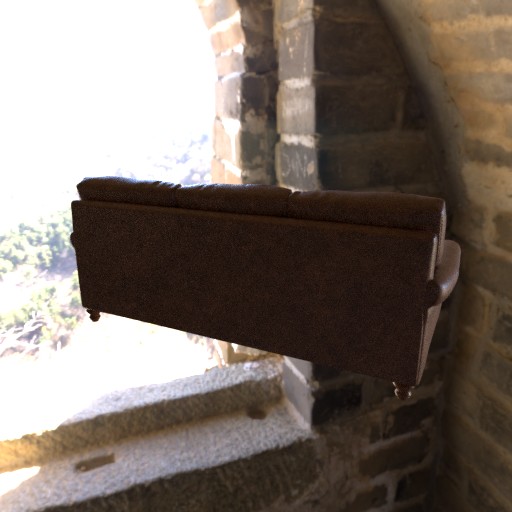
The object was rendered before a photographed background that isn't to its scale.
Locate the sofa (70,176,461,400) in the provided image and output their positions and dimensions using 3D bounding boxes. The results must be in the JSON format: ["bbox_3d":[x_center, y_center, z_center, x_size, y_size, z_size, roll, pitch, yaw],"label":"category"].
[{"bbox_3d":[0.000,0.000,2.813,2.351,0.977,0.973,8,18,26],"label":"sofa"}]
